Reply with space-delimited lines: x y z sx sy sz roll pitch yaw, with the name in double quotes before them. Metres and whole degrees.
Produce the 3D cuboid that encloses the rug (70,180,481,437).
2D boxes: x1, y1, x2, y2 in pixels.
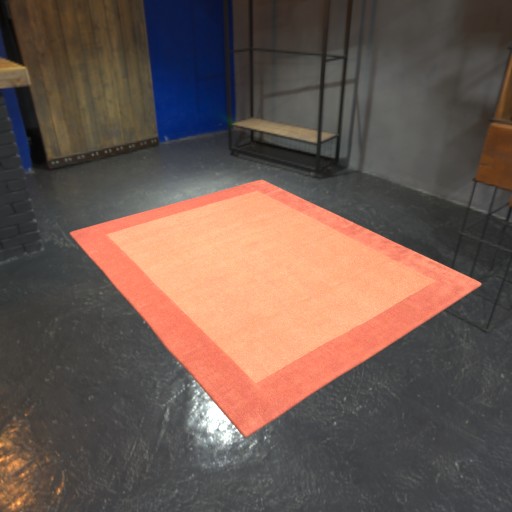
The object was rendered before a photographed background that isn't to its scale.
"rug" 0.000 0.000 4.030 2.430 0.018 2.976 -21 37 -31
